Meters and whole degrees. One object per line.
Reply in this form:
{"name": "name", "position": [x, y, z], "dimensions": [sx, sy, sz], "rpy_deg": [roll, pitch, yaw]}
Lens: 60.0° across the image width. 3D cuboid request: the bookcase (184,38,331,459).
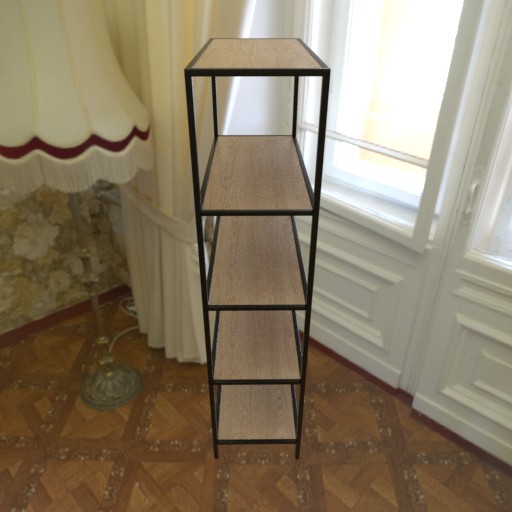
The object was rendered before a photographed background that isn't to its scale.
{"name": "bookcase", "position": [0.000, 0.000, 1.770], "dimensions": [0.350, 1.500, 0.770], "rpy_deg": [0, 31, 0]}
